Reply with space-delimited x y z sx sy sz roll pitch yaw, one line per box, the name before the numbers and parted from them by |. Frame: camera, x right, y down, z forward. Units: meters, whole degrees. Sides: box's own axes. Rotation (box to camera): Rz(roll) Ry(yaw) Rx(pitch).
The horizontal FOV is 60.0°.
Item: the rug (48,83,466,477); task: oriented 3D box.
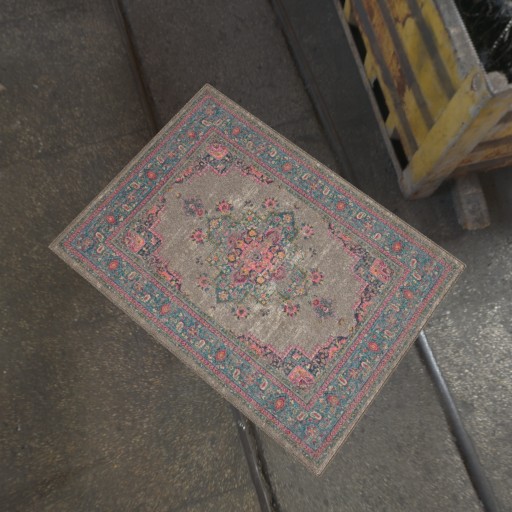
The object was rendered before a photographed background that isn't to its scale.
rug | 0.000 0.000 2.888 2.214 0.013 1.609 38 78 10
